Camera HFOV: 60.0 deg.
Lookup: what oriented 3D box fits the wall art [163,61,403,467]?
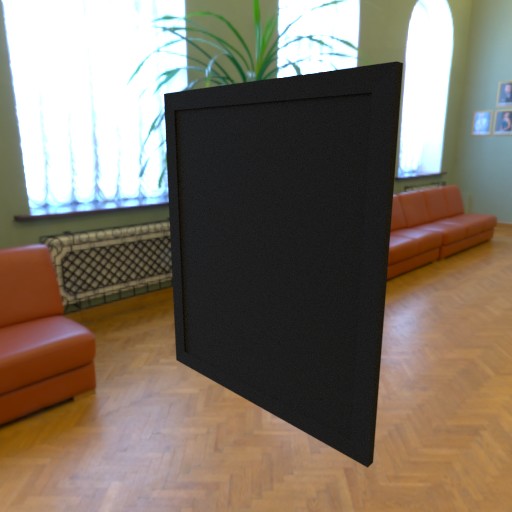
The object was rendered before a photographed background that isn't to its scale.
[{"bbox_3d":[0.000,0.000,0.490,0.311,0.361,0.010,14,19,43],"label":"wall art"}]
